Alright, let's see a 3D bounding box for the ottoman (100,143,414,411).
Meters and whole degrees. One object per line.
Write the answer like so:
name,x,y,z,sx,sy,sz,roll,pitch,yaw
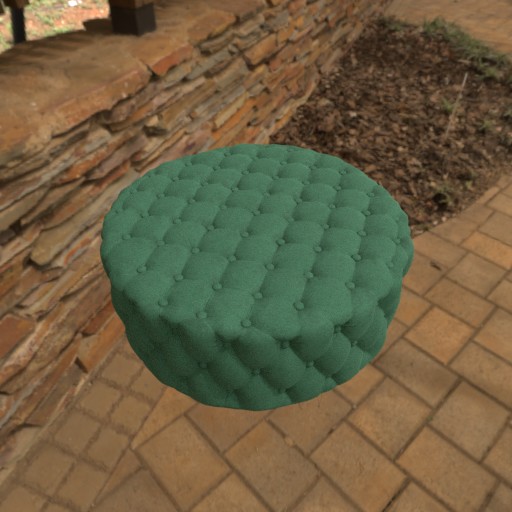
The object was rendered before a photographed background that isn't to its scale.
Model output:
ottoman,0.000,0.000,1.535,0.998,0.399,0.998,0,41,0
